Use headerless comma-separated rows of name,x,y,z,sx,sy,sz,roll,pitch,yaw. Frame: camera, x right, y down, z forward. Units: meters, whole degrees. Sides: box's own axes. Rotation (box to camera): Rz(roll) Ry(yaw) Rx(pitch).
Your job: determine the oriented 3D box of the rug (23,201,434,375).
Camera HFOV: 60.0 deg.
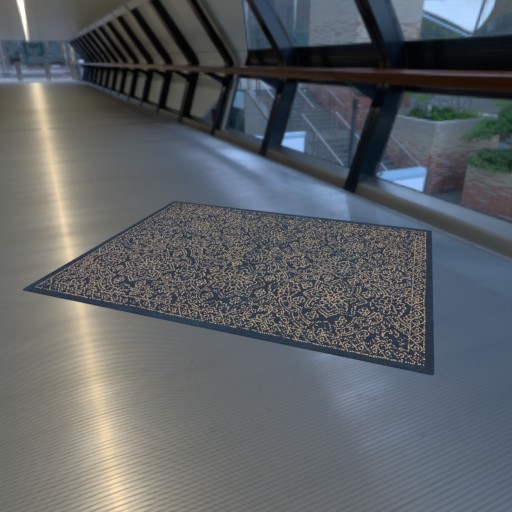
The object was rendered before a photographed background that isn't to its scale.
rug,0.000,0.000,4.065,3.048,0.010,2.438,8,26,18
